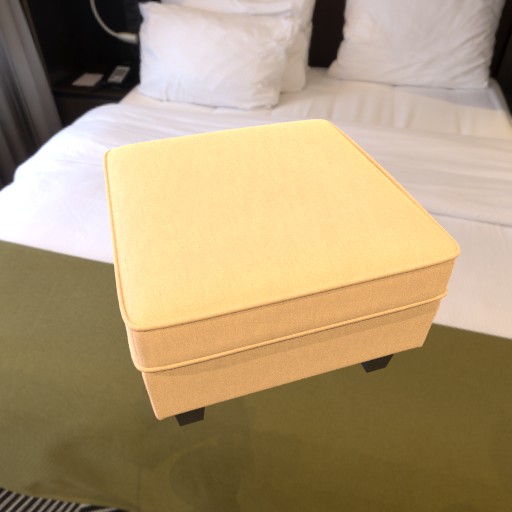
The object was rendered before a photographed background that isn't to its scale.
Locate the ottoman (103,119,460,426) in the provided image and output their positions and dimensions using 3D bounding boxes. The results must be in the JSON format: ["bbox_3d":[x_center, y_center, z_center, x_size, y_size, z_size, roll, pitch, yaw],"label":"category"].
[{"bbox_3d":[0.000,0.000,1.048,0.613,0.438,0.616,-12,42,-13],"label":"ottoman"}]
